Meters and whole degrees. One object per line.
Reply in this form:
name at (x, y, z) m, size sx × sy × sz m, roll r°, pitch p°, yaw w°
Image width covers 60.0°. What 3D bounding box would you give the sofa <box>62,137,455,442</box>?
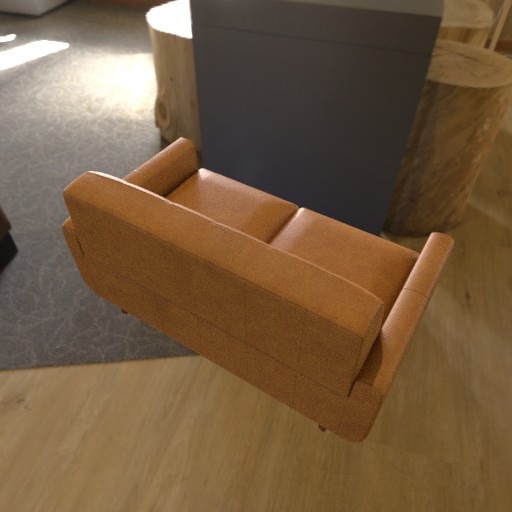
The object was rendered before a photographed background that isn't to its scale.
sofa at (0.000, 0.000, 2.224) m, size 1.651 × 0.925 × 0.952 m, roll 25°, pitch 51°, yaw 21°
